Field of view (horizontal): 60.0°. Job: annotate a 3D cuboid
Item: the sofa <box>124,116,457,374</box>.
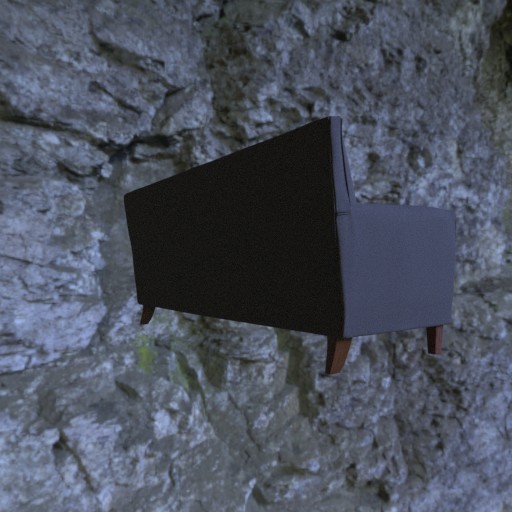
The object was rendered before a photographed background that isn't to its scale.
[{"bbox_3d":[0.000,0.000,2.511,0.843,0.907,2.002,1,-2,-36],"label":"sofa"}]
